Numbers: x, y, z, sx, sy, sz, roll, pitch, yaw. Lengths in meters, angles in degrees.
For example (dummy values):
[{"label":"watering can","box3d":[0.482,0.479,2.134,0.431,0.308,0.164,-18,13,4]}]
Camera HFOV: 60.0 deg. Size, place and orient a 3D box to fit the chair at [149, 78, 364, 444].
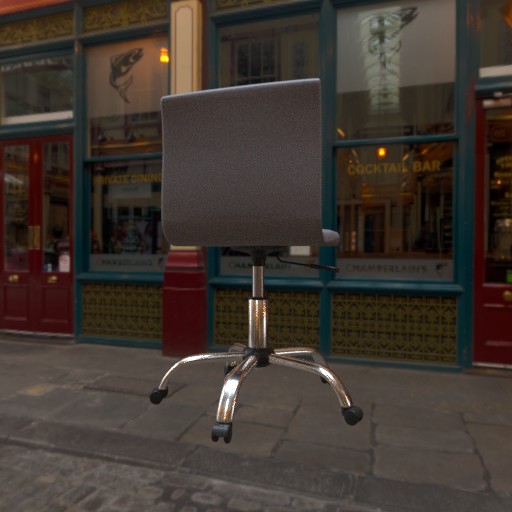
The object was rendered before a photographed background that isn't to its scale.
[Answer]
[{"label":"chair","box3d":[0.000,0.000,1.164,0.556,0.780,0.530,0,0,17]}]
